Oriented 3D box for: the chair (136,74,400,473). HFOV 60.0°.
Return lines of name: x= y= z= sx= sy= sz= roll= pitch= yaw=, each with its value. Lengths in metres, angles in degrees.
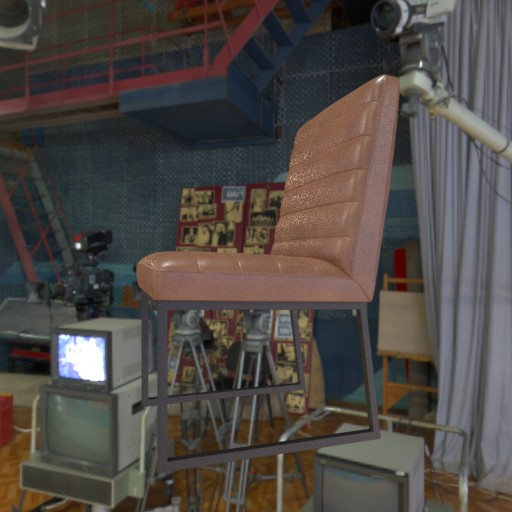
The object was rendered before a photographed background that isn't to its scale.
chair: x=0.000 y=0.000 z=1.263 sx=0.634 sy=0.930 sz=0.520 roll=0 pitch=0 yaw=-19
